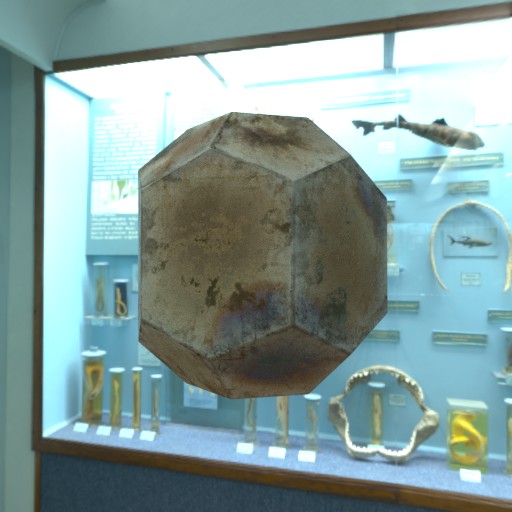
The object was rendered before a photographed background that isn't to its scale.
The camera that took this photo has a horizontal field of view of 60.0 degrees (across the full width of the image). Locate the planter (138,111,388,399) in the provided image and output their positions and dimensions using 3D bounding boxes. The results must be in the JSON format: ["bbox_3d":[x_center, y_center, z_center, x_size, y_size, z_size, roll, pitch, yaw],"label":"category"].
[{"bbox_3d":[0.000,0.000,0.428,0.243,0.238,0.221,0,-1,18],"label":"planter"}]
